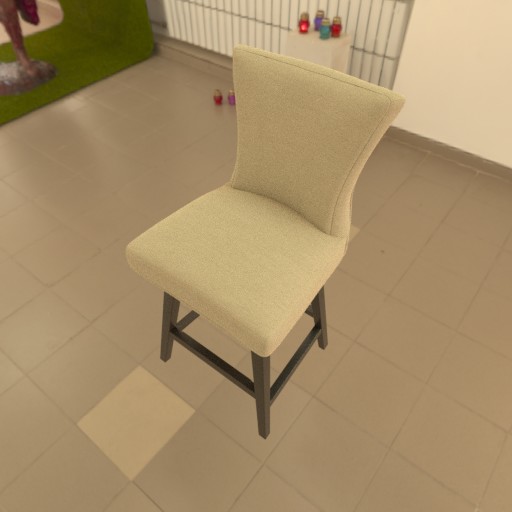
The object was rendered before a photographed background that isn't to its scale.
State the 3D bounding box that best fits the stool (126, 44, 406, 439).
[{"bbox_3d":[0.000,0.000,1.353,0.514,1.000,0.574,29,53,25],"label":"stool"}]
